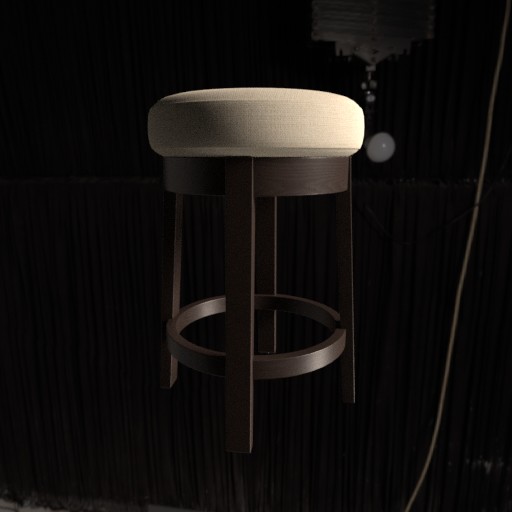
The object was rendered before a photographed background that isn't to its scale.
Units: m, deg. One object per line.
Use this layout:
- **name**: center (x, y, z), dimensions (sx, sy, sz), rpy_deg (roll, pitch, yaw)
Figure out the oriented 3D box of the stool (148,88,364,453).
- **stool**: center (0.000, 0.000, 0.964), dimensions (0.449, 0.655, 0.449), rpy_deg (0, 13, 0)
